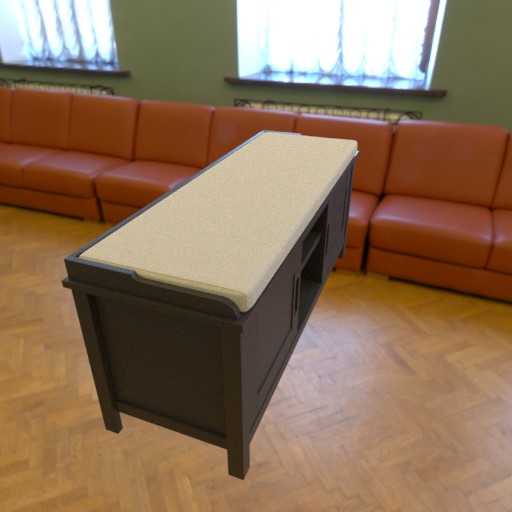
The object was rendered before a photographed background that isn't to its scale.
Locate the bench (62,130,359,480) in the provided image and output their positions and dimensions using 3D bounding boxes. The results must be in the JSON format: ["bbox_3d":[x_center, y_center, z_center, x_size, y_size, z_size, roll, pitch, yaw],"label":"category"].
[{"bbox_3d":[0.000,0.000,1.395,0.398,0.501,1.140,11,31,19],"label":"bench"}]
